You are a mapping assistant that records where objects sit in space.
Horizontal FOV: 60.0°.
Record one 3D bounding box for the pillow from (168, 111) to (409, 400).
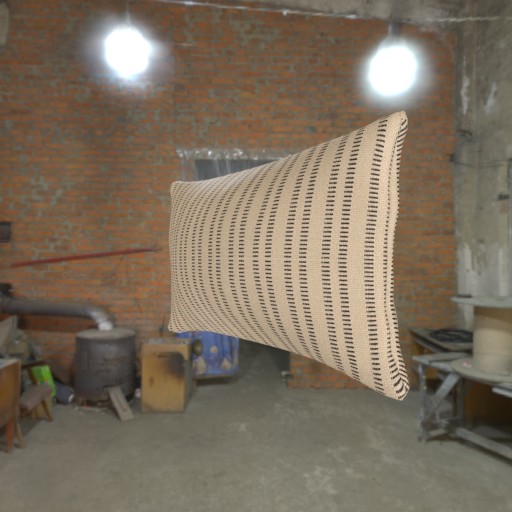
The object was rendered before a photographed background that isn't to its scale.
[{"bbox_3d":[0.000,0.000,0.796,0.210,0.353,0.640,0,-1,-37],"label":"pillow"}]
